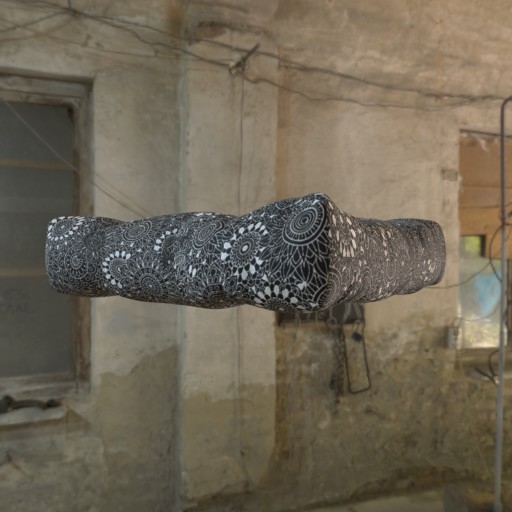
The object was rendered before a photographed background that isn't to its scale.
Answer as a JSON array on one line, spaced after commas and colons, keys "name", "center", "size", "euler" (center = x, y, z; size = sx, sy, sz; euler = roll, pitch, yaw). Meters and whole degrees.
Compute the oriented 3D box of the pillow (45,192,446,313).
[{"name": "pillow", "center": [0.000, 0.000, 0.717], "size": [0.490, 0.128, 0.468], "euler": [0, 1, 36]}]
